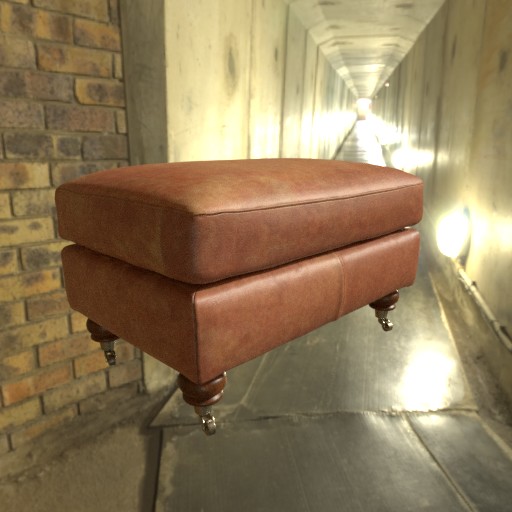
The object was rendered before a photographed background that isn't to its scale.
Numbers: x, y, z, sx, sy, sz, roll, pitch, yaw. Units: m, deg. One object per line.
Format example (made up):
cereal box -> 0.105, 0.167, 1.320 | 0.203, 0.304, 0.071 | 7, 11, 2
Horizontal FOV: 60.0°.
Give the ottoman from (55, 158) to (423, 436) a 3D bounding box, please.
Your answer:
ottoman -> 0.000, 0.000, 1.187 | 0.565, 0.507, 0.852 | 14, 20, 43
